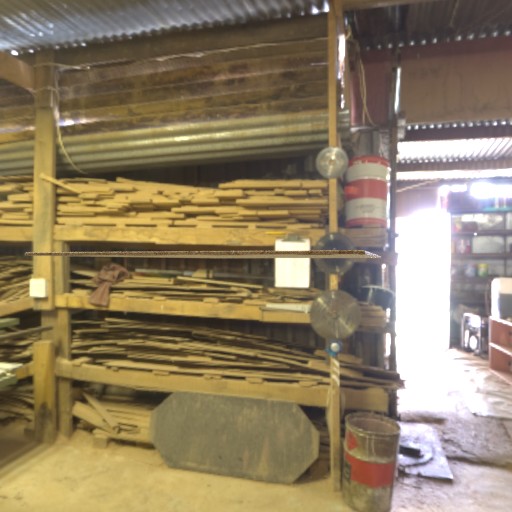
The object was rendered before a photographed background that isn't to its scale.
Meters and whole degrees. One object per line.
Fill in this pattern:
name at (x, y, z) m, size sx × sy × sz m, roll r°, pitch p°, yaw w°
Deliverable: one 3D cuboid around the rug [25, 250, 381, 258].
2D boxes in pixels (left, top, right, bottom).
rug at (0.000, 0.000, 2.913) m, size 1.528 × 0.014 × 2.292 m, roll 0°, pitch -1°, yaw 17°
